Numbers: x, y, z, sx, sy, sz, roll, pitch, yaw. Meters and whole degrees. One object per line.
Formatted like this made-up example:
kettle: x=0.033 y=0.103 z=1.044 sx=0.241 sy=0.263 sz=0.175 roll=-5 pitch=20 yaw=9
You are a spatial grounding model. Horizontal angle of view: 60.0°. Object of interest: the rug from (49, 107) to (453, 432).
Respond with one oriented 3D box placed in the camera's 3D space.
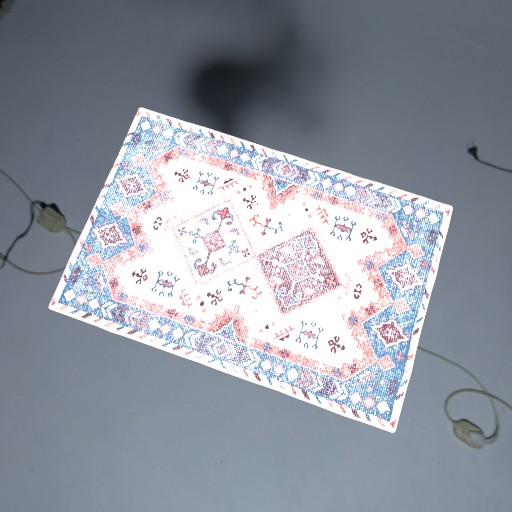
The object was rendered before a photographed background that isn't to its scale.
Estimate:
rug: x=0.000 y=0.000 z=2.332 sx=1.840 sy=0.015 sz=1.225 roll=19 pitch=77 yaw=4
